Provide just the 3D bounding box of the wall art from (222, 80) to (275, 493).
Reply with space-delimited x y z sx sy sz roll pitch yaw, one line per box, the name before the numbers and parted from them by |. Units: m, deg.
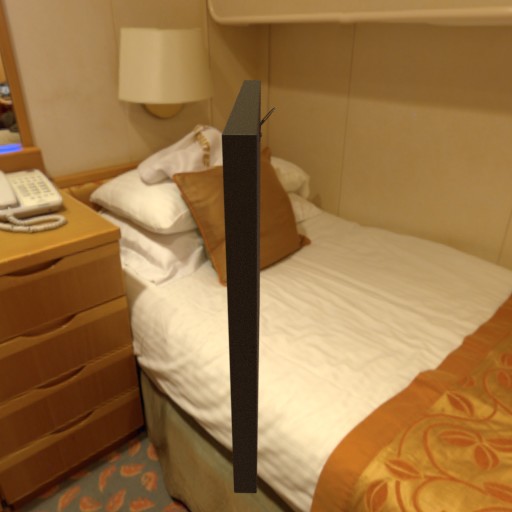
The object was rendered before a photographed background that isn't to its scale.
wall art | 0.000 0.000 0.515 0.038 0.349 0.349 0 27 1
